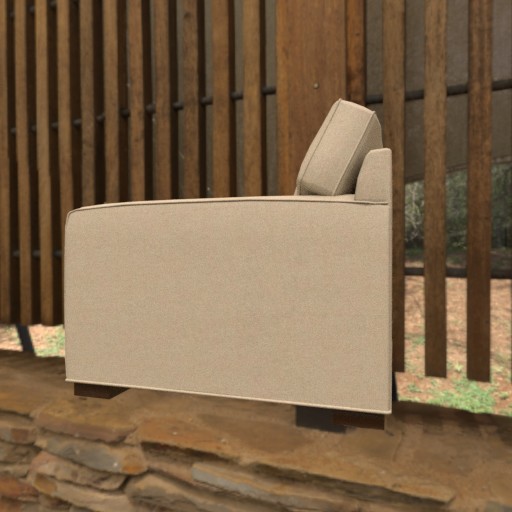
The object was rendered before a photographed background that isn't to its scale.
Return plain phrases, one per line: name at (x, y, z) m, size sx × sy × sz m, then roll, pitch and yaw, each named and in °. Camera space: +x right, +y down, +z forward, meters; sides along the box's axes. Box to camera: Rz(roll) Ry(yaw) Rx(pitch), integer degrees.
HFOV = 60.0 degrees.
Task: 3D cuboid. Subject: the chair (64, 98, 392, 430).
chair at (0.000, 0.000, 1.774) m, size 1.043 × 0.913 × 0.998 m, roll 0°, pitch 1°, yaw 17°
